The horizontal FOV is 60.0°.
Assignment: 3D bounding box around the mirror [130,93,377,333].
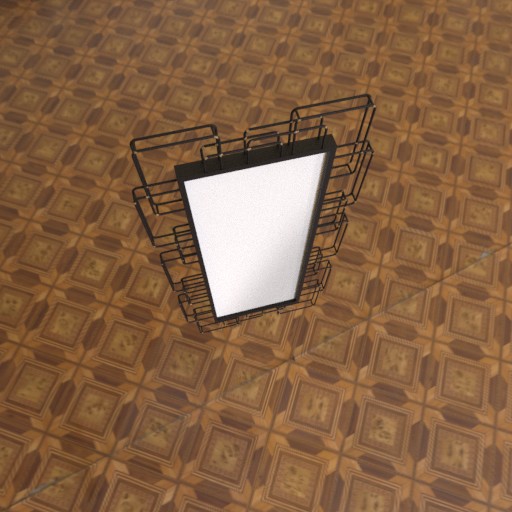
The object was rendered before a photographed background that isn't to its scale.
[{"bbox_3d":[0.000,0.000,1.403,0.565,1.192,0.037,-13,64,-6],"label":"mirror"}]
